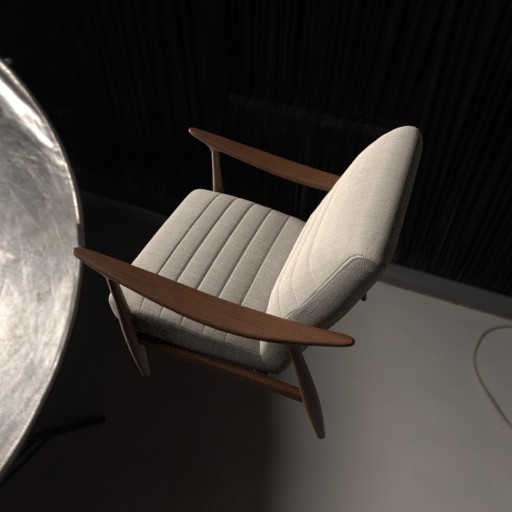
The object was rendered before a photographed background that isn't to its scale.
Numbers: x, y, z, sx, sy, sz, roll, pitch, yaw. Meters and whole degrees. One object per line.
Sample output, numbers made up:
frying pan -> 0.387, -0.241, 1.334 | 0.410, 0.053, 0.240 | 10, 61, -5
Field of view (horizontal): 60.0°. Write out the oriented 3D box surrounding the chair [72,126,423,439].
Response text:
chair -> 0.000, 0.000, 1.436 | 0.798, 0.832, 0.741 | 17, 49, 15
